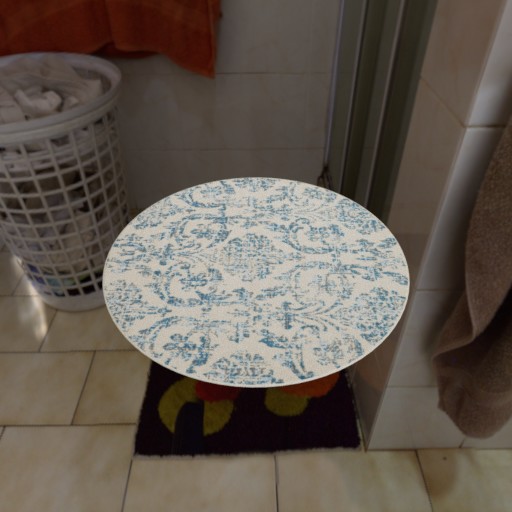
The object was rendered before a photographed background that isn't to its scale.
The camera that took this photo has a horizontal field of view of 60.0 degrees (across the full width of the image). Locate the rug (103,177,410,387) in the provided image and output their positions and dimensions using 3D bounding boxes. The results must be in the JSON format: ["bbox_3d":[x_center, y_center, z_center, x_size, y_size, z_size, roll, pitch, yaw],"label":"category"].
[{"bbox_3d":[0.000,0.000,2.376,1.593,0.012,1.593,0,41,0],"label":"rug"}]
